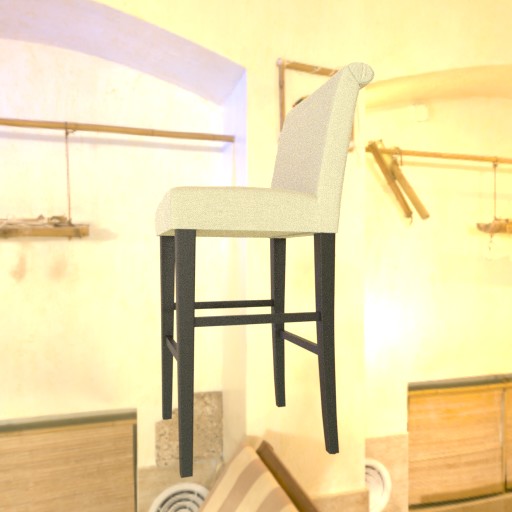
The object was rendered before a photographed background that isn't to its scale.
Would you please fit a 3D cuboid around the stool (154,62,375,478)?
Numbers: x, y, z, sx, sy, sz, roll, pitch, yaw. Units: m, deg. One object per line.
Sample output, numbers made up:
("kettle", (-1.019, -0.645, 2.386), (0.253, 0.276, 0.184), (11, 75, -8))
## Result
("stool", (0.000, 0.000, 1.415), (0.597, 1.124, 0.452), (0, 0, -18))
